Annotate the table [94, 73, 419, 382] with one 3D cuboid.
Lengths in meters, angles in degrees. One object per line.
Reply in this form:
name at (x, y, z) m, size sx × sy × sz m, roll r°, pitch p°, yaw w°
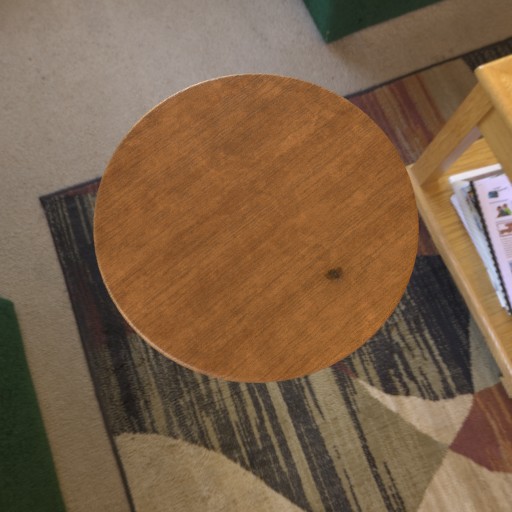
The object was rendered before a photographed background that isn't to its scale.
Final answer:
table at (0.000, 0.000, 0.806) m, size 0.432 × 0.460 × 0.432 m, roll 0°, pitch 76°, yaw 0°
